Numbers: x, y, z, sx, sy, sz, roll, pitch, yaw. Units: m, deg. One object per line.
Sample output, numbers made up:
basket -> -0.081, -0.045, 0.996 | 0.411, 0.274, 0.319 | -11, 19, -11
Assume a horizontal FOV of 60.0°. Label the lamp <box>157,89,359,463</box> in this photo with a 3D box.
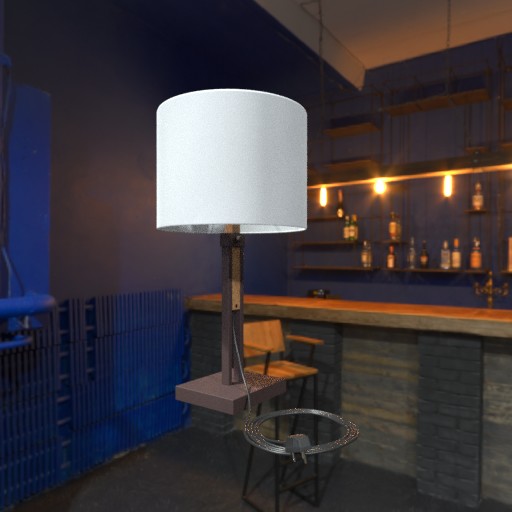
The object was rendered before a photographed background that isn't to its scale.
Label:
lamp -> 0.000, 0.000, 0.996 | 0.525, 0.668, 0.396 | 0, 0, 36
